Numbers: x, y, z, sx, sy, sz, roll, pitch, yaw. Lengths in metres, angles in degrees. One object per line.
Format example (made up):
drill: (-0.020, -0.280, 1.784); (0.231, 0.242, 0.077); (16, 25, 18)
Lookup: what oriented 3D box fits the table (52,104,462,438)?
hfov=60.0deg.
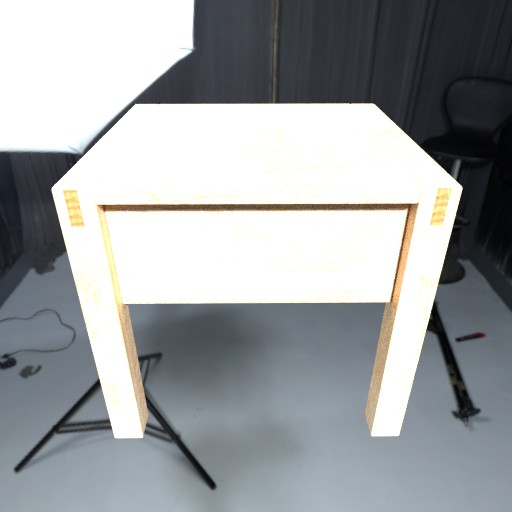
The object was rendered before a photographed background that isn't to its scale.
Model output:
table: (0.000, 0.000, 0.819); (0.480, 0.450, 0.440); (0, 31, 0)
